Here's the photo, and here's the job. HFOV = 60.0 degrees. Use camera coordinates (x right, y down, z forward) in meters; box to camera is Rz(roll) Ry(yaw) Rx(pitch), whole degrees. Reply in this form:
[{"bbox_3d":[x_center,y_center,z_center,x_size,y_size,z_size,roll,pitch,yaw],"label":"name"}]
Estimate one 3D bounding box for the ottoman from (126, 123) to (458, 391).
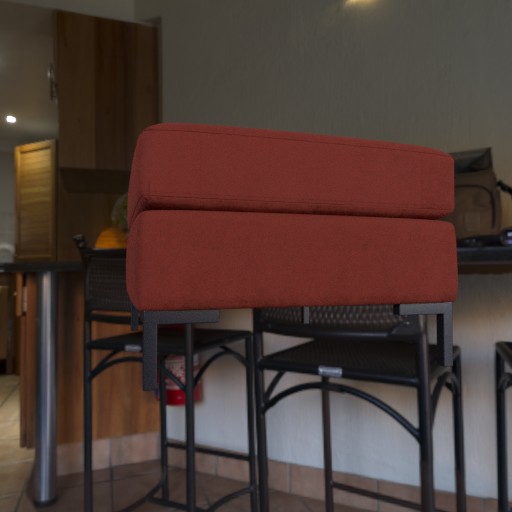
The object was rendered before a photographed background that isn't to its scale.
[{"bbox_3d":[0.000,0.000,1.166,0.650,0.462,0.782,0,-2,-17],"label":"ottoman"}]
